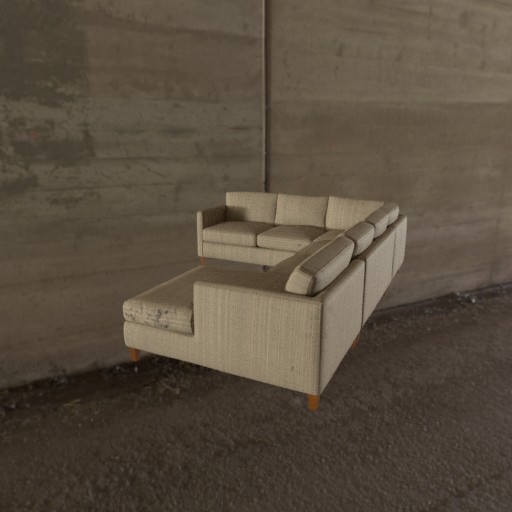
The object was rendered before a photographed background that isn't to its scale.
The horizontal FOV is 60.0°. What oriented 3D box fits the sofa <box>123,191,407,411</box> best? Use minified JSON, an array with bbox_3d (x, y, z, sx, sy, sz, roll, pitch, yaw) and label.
[{"bbox_3d":[0.000,0.000,4.689,2.594,0.961,3.460,7,17,25],"label":"sofa"}]
